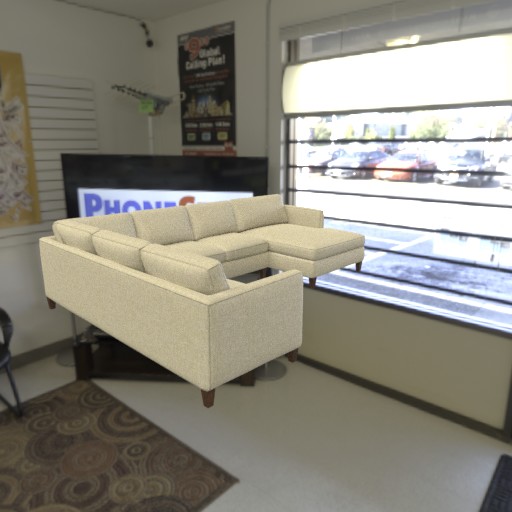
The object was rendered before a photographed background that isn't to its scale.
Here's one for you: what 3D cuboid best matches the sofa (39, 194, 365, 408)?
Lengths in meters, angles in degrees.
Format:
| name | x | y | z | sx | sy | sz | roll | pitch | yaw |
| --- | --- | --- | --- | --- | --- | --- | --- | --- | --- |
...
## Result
| name | x | y | z | sx | sy | sz | roll | pitch | yaw |
| --- | --- | --- | --- | --- | --- | --- | --- | --- | --- |
| sofa | 0.000 | 0.000 | 4.589 | 2.551 | 0.889 | 3.403 | 14 | 20 | 43 |
